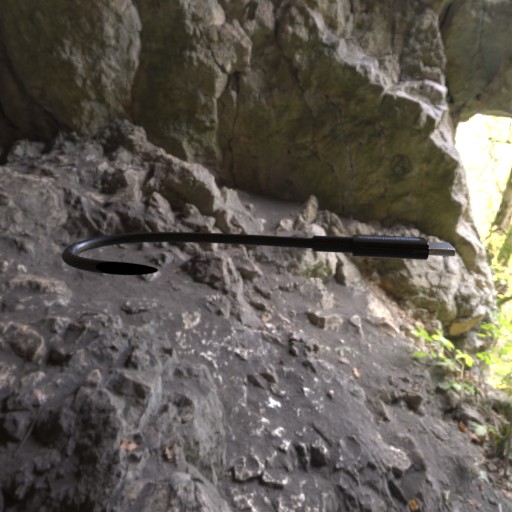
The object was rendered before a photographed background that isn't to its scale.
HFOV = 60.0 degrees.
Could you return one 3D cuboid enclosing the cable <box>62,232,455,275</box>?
[{"bbox_3d":[0.000,0.000,0.110,0.098,0.005,0.041,3,16,10],"label":"cable"}]
